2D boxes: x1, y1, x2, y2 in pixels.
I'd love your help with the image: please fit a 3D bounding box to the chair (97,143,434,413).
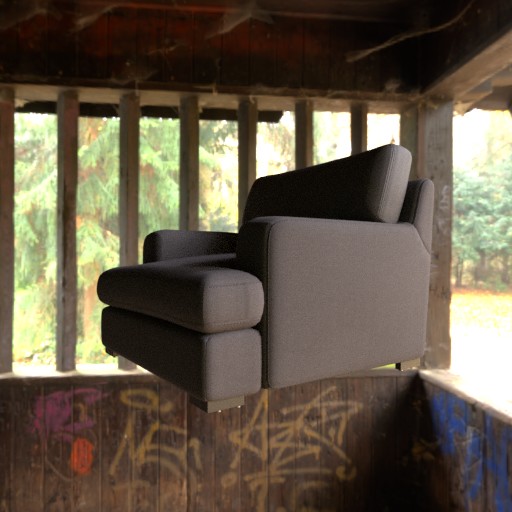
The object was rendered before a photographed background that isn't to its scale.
[{"bbox_3d":[0.000,0.000,2.026,1.143,0.940,1.168,0,0,-35],"label":"chair"}]
